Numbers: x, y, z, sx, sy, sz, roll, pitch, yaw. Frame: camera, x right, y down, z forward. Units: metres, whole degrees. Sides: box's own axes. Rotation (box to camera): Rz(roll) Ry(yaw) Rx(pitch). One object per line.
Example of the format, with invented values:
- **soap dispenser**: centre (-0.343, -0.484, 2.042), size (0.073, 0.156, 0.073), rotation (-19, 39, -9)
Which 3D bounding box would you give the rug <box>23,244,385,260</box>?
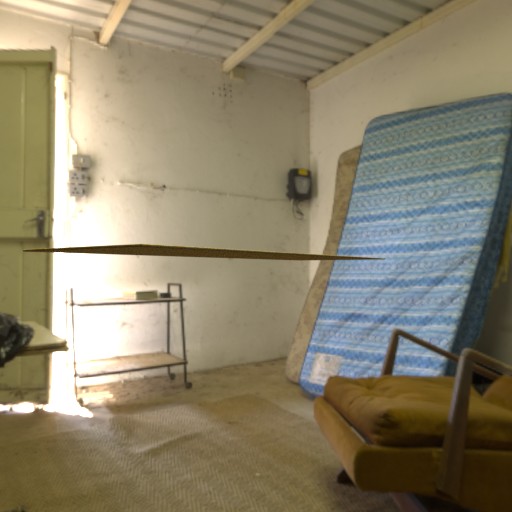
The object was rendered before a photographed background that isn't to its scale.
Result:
- **rug**: centre (0.000, 0.000, 2.686), size (0.775, 0.010, 2.438), rotation (-1, -2, 35)
